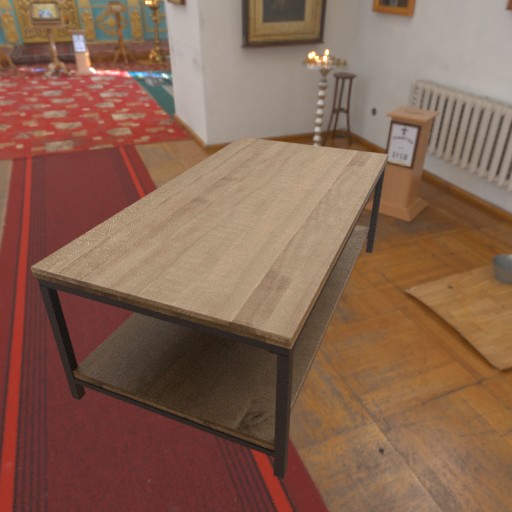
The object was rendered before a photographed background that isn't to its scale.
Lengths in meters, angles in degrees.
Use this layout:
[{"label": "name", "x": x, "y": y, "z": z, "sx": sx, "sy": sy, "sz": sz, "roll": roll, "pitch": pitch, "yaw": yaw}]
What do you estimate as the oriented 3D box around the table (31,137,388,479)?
[{"label": "table", "x": 0.000, "y": 0.000, "z": 1.350, "sx": 0.574, "sy": 0.393, "sz": 1.062, "roll": 12, "pitch": 33, "yaw": 20}]
